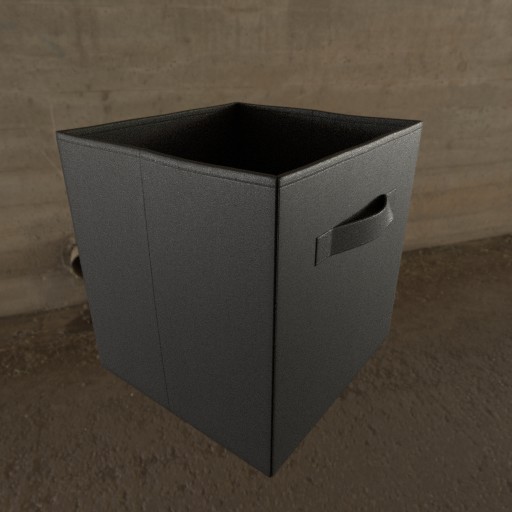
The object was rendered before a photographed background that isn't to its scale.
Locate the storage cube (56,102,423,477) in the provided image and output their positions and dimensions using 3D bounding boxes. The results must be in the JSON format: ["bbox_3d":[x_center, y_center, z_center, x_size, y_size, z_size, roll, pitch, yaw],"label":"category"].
[{"bbox_3d":[0.000,0.000,0.492,0.270,0.280,0.270,19,32,33],"label":"storage cube"}]
